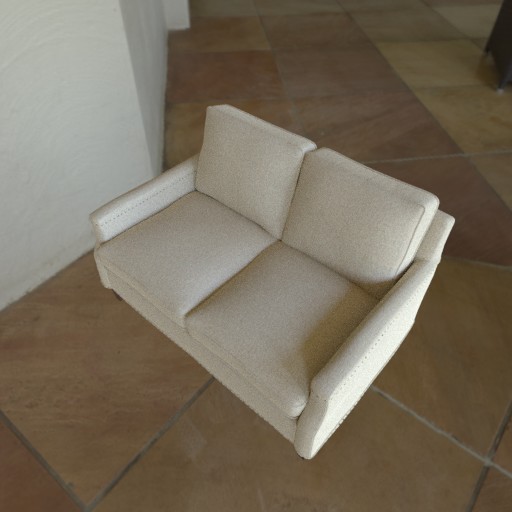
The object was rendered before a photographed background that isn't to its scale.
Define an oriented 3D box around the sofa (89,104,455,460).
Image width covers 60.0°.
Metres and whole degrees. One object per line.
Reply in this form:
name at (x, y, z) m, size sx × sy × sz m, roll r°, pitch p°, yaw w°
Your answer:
sofa at (0.000, 0.000, 2.344) m, size 1.597 × 1.003 × 1.084 m, roll 32°, pitch 54°, yaw 28°
